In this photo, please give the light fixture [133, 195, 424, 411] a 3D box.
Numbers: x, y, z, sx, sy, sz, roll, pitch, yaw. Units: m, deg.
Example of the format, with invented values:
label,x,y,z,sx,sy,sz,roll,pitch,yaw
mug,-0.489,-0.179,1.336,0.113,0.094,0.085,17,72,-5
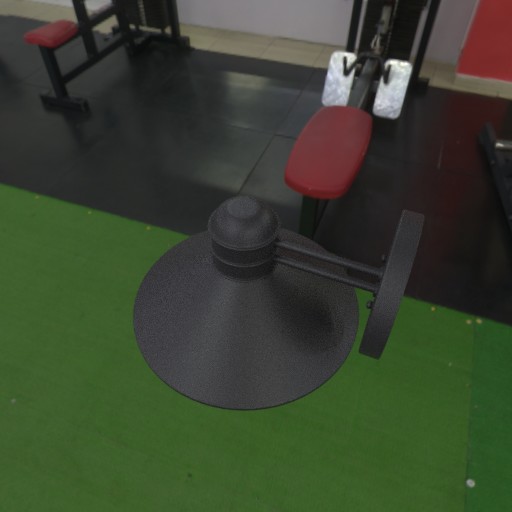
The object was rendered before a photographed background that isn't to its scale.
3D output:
label,x,y,z,sx,sy,sz,roll,pitch,yaw
light fixture,0.000,0.000,0.690,0.434,0.265,0.396,17,50,15
